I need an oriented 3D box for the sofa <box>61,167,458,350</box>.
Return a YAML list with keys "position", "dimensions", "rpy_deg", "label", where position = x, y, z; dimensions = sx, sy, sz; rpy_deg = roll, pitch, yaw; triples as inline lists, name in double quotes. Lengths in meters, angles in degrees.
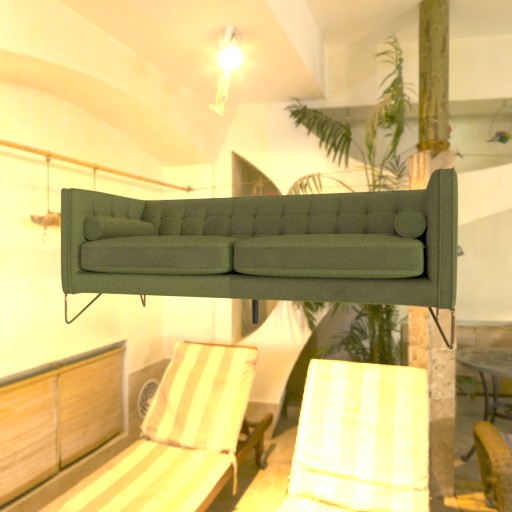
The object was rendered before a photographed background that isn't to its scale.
- position: [0.000, 0.000, 2.578]
  dimensions: [2.087, 0.789, 0.867]
  rpy_deg: [0, 1, 19]
  label: "sofa"
